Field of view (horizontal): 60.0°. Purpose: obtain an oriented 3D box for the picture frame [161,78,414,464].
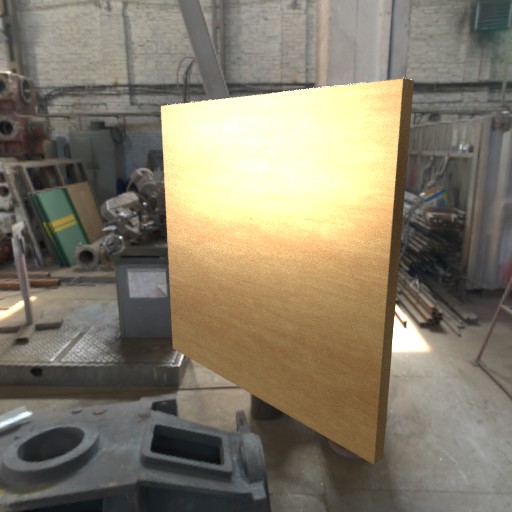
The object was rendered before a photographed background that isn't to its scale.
[{"bbox_3d":[0.000,0.000,1.116,0.037,0.761,0.758,-13,19,-42],"label":"picture frame"}]
